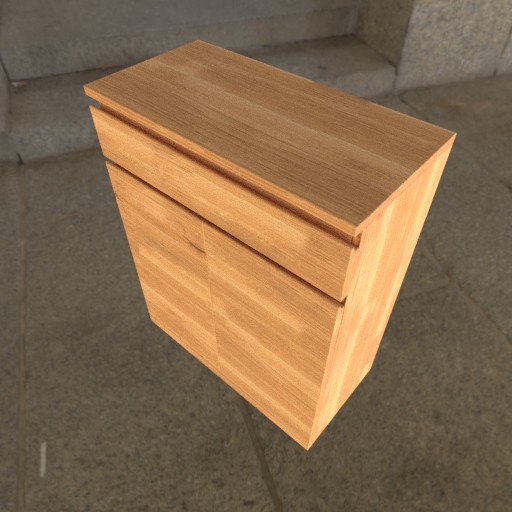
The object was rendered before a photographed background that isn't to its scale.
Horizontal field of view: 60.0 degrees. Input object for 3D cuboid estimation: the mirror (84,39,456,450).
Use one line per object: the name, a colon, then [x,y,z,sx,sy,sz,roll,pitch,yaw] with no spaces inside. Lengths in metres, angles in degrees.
mirror: [0.000,0.000,1.392,0.800,1.000,0.400,32,54,27]
